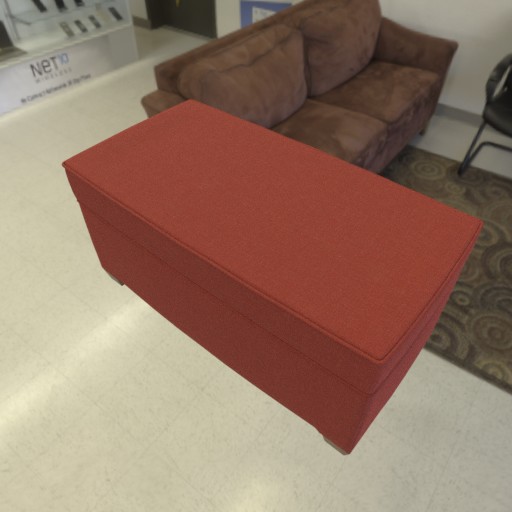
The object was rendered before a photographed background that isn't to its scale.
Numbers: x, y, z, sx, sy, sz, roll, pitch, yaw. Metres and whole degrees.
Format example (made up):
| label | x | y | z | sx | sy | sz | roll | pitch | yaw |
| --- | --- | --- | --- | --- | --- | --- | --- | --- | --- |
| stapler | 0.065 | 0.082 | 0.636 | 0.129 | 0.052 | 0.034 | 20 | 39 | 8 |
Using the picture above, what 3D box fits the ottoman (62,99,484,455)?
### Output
| label | x | y | z | sx | sy | sz | roll | pitch | yaw |
| --- | --- | --- | --- | --- | --- | --- | --- | --- | --- |
| ottoman | 0.000 | 0.000 | 1.212 | 0.948 | 0.454 | 0.497 | 30 | 53 | 27 |
